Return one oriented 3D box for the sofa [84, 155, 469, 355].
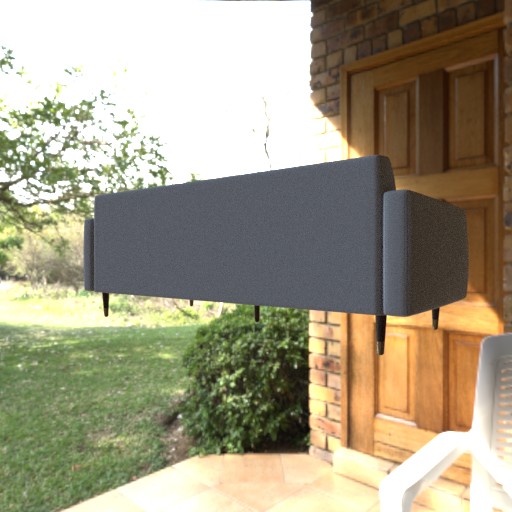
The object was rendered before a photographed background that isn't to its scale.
[{"bbox_3d":[0.000,0.000,2.740,2.291,0.821,0.990,0,0,37],"label":"sofa"}]
